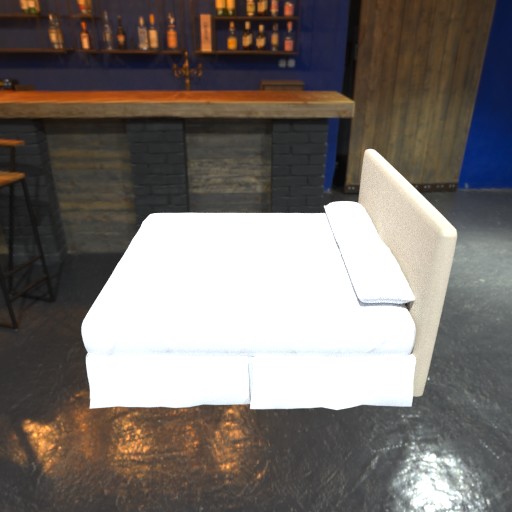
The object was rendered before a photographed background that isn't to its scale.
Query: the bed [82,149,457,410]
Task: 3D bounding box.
[{"bbox_3d":[0.000,0.000,3.646,2.319,1.317,2.119,0,26,0],"label":"bed"}]
